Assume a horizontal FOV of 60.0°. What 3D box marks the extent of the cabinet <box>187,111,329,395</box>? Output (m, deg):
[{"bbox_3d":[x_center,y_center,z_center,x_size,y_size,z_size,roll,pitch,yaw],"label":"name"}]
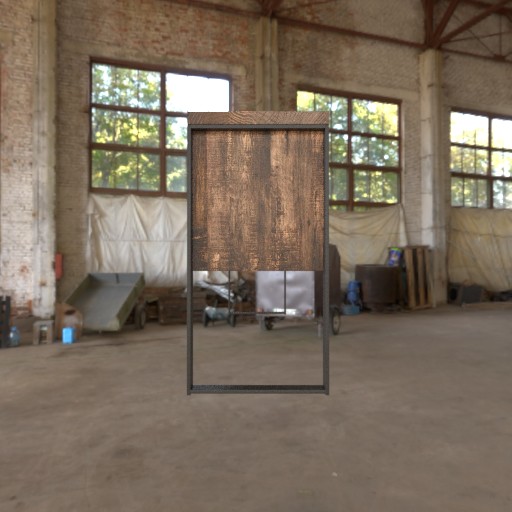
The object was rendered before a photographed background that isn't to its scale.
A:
[{"bbox_3d":[0.000,0.000,2.087,0.395,0.762,1.800,0,-1,0],"label":"cabinet"}]
